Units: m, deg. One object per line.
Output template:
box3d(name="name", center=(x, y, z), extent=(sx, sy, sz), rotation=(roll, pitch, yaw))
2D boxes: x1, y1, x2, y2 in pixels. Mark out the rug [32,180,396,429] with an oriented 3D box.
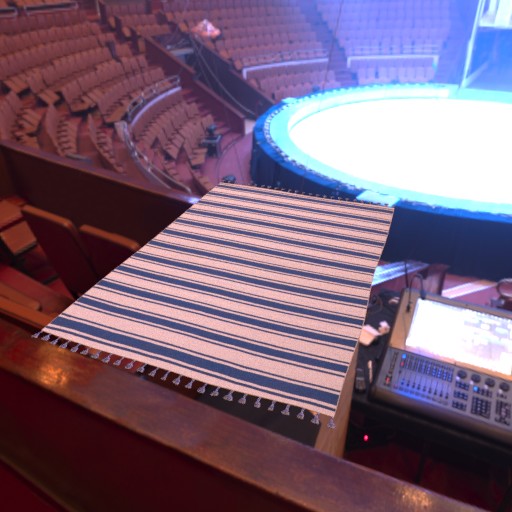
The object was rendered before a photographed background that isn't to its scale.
box3d(name="rug", center=(0.000, 0.000, 2.902), extent=(1.544, 0.010, 2.315), rotation=(11, 33, 18))
